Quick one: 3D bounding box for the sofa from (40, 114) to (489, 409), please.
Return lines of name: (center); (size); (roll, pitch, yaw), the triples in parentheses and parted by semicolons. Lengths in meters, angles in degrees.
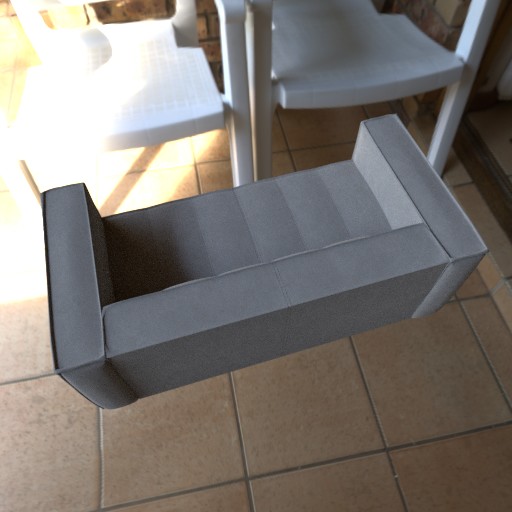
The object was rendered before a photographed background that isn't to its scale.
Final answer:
sofa: (0.000, 0.000, 2.402); (1.995, 0.680, 1.038); (-15, 59, -9)
